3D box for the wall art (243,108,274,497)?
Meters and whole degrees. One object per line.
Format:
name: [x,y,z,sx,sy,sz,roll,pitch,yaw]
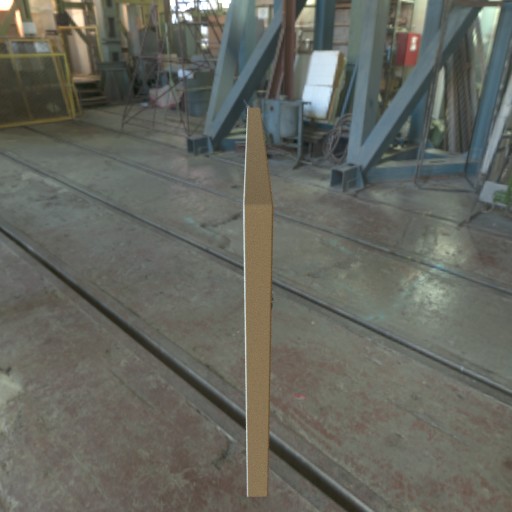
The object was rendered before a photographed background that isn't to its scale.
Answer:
wall art: [0.000,0.000,0.476,0.019,0.254,0.380,0,26,-1]
